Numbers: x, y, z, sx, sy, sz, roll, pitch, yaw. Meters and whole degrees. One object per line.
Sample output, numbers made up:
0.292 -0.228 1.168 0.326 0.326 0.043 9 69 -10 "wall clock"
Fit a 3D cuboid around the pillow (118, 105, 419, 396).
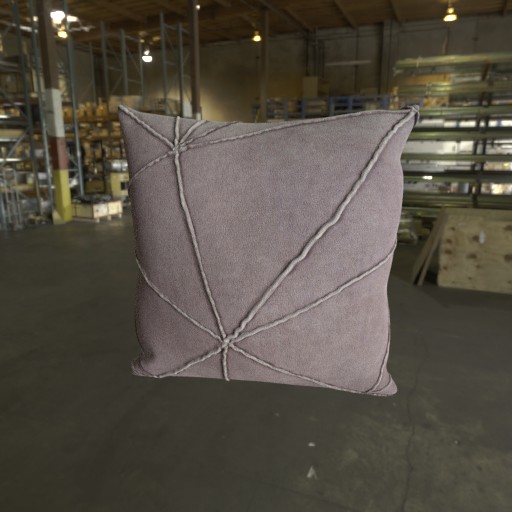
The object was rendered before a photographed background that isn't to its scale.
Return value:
0.000 0.000 0.667 0.439 0.440 0.185 2 13 10 "pillow"
